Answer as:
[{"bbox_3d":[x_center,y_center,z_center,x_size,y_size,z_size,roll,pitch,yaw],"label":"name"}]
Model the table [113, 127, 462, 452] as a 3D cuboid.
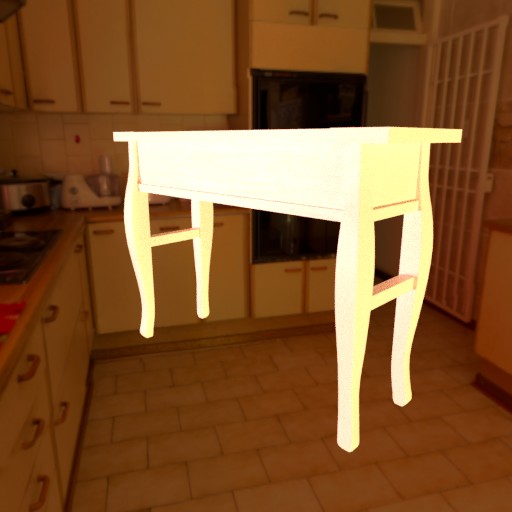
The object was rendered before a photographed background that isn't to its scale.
[{"bbox_3d":[0.000,0.000,1.416,1.062,0.768,0.373,14,20,43],"label":"table"}]
